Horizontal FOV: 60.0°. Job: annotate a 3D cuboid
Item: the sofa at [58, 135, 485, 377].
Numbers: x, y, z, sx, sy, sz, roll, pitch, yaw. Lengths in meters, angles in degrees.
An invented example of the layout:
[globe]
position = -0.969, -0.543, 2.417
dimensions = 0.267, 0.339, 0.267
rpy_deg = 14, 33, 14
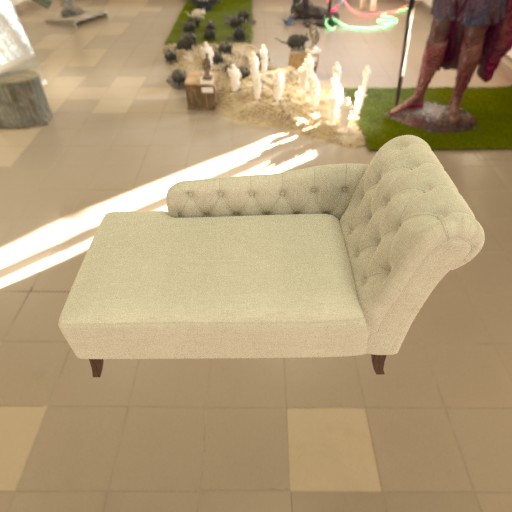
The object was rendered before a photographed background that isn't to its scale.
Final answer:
[sofa]
position = 0.000, 0.000, 1.761
dimensions = 1.379, 0.787, 0.675
rpy_deg = 0, 41, 0
